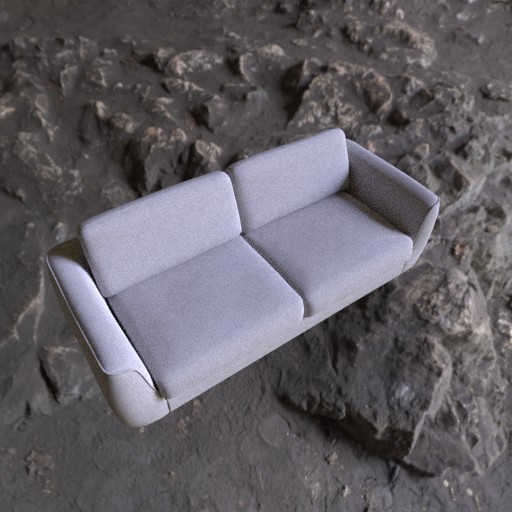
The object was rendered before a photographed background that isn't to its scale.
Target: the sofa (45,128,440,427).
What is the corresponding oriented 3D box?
[{"bbox_3d":[0.000,0.000,2.449,2.000,0.850,0.920,-26,50,-24],"label":"sofa"}]
